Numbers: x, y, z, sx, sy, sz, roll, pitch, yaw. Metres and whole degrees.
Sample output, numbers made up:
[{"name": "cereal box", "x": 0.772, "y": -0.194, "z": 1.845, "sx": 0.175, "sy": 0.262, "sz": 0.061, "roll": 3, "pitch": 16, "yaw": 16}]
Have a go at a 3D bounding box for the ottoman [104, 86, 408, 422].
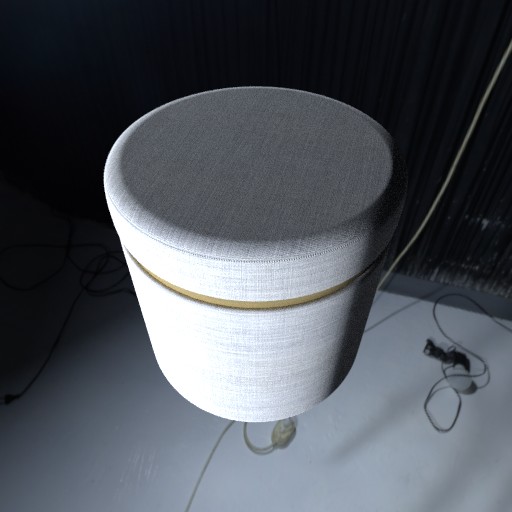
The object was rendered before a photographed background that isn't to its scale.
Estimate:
[{"name": "ottoman", "x": 0.000, "y": 0.000, "z": 0.729, "sx": 0.400, "sy": 0.406, "sz": 0.400, "roll": 0, "pitch": 46, "yaw": 0}]
